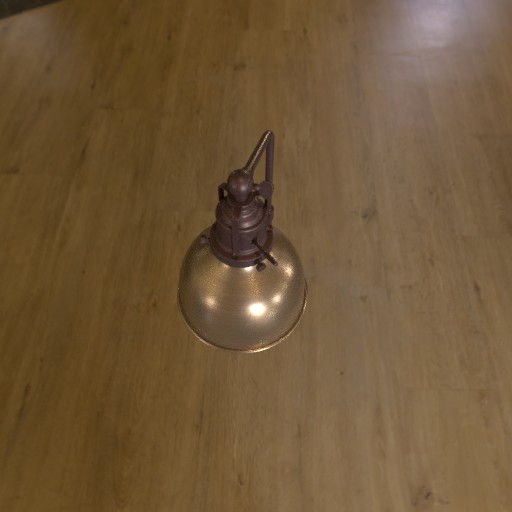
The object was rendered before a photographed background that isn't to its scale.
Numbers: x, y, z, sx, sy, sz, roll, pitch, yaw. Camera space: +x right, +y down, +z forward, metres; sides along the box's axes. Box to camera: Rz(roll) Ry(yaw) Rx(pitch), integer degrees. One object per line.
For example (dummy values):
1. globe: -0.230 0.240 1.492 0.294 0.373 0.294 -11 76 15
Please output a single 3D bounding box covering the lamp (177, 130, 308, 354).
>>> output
1. lamp: 0.000 0.000 0.622 0.175 0.469 0.298 16 61 9
